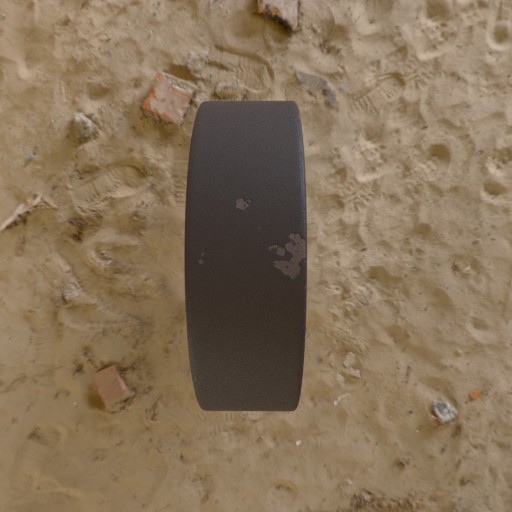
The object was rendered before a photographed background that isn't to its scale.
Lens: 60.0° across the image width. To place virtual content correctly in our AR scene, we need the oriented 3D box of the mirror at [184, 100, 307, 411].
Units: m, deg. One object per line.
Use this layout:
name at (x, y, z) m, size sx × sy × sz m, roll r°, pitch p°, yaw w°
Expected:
mirror at (0.000, 0.000, 0.584) m, size 0.126 × 0.386 × 0.386 m, roll 0°, pitch 90°, yaw 1°
